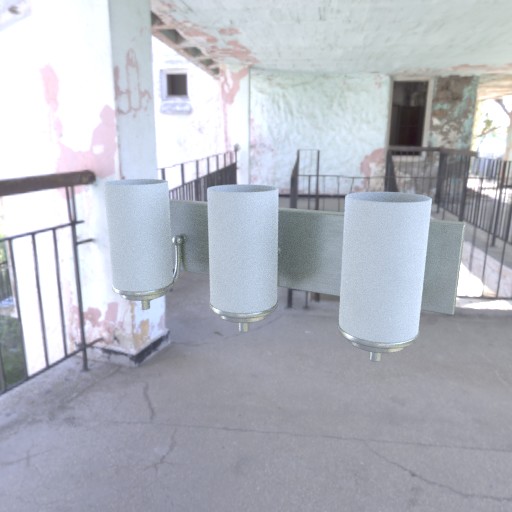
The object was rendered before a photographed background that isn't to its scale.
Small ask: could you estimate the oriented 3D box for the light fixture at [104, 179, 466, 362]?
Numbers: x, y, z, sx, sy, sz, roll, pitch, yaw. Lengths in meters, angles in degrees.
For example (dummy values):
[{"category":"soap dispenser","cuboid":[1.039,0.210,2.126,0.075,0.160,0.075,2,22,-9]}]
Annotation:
[{"category":"light fixture","cuboid":[0.000,0.000,0.544,0.451,0.172,0.145,8,17,26]}]
